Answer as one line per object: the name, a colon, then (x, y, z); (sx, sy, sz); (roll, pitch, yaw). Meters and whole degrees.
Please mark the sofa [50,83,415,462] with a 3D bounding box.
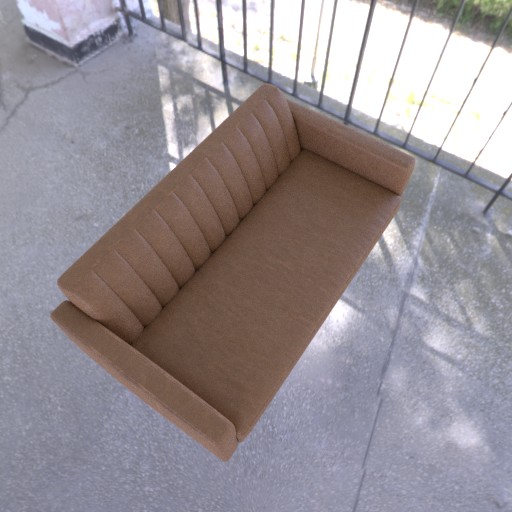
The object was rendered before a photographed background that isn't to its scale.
sofa: (0.000, 0.000, 2.413); (0.993, 0.821, 1.847); (31, 64, 17)
